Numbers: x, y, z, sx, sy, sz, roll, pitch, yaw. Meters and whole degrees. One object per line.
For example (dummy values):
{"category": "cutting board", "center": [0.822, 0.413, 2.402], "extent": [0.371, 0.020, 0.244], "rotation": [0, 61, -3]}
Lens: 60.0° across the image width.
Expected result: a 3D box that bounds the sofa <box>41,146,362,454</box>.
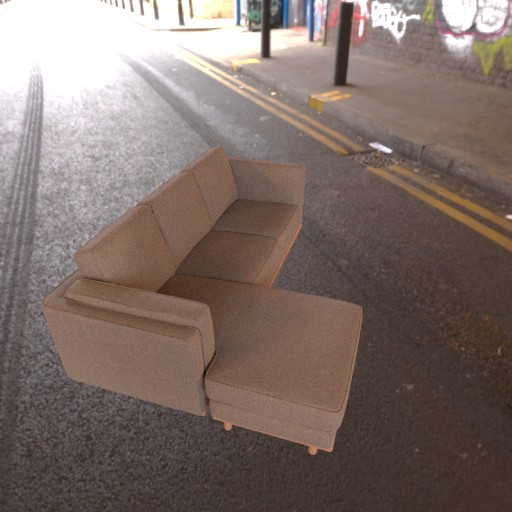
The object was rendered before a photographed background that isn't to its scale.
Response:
{"category": "sofa", "center": [0.000, 0.000, 3.153], "extent": [1.604, 0.929, 2.411], "rotation": [10, 33, 15]}
